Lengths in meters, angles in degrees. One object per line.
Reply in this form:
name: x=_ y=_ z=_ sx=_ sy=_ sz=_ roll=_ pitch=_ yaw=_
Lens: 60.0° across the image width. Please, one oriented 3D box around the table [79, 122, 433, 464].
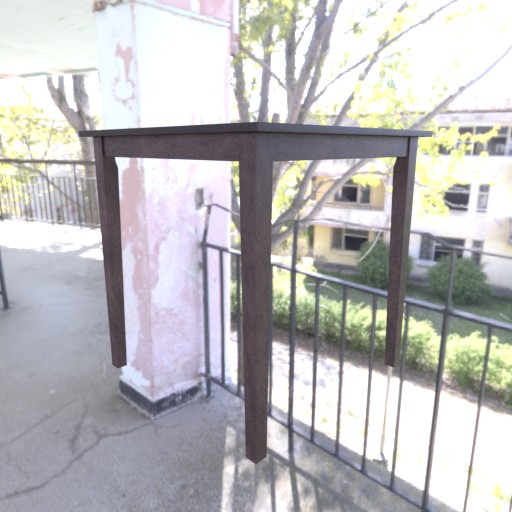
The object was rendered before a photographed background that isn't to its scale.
table: x=0.000 y=0.000 z=1.417 sx=0.749 sy=0.770 sz=0.749 roll=13 pitch=19 yaw=43
